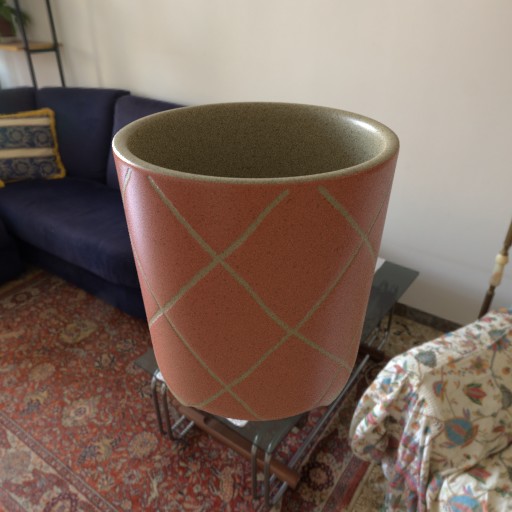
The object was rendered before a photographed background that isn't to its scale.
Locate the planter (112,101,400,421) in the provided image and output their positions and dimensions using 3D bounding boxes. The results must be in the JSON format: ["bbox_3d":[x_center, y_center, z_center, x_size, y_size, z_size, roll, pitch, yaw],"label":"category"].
[{"bbox_3d":[0.000,0.000,0.355,0.191,0.200,0.191,0,31,0],"label":"planter"}]
